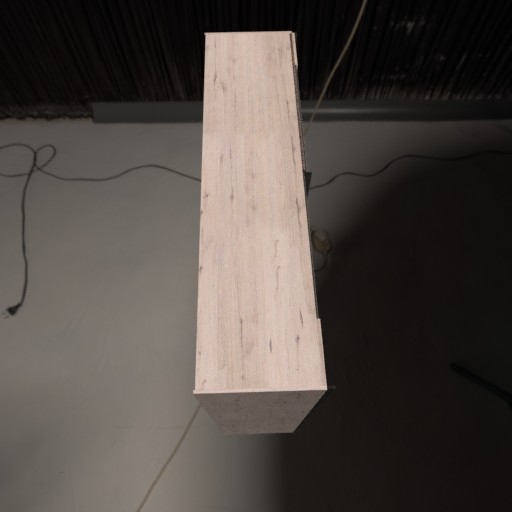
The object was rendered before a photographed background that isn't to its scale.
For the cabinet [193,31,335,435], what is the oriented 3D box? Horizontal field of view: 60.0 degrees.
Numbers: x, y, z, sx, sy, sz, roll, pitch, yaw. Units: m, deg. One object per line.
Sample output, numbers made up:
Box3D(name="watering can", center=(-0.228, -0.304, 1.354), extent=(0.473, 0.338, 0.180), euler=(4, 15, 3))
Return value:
Box3D(name="cabinet", center=(0.000, 0.000, 3.592), extent=(0.660, 2.180, 2.500), euler=(-2, 63, -1))
